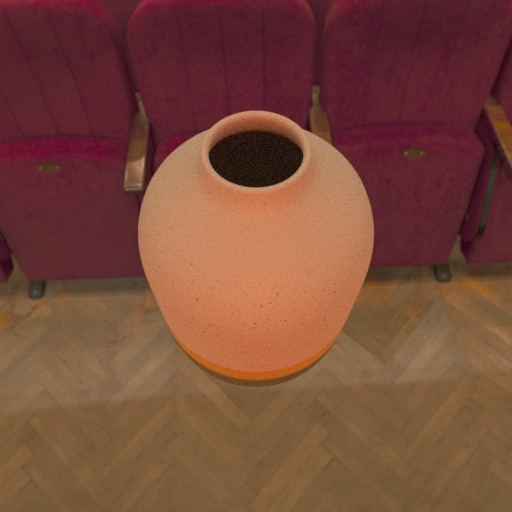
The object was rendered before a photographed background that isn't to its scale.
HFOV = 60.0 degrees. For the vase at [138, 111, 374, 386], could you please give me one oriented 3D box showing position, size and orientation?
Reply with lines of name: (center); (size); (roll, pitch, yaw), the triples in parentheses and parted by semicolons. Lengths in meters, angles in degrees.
vase: (0.000, 0.000, 0.355); (0.169, 0.240, 0.169); (0, 59, 0)
